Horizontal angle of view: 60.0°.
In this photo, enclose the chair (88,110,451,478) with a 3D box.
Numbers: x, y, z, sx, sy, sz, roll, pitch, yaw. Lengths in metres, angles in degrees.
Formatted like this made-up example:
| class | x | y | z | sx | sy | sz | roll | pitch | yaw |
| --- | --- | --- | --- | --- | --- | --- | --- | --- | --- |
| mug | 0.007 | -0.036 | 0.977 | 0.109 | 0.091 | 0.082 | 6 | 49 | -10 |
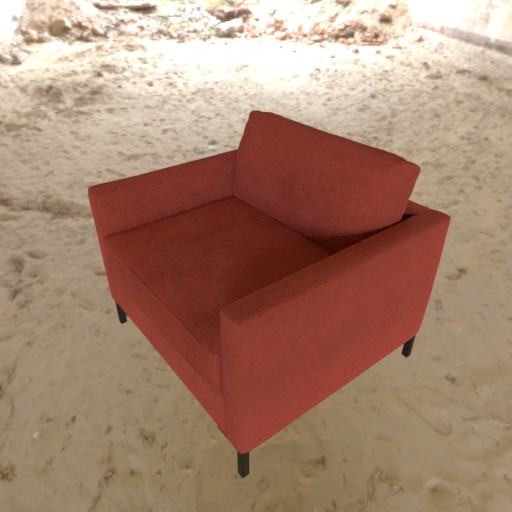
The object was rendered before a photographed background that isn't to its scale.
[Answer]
| class | x | y | z | sx | sy | sz | roll | pitch | yaw |
| --- | --- | --- | --- | --- | --- | --- | --- | --- | --- |
| chair | 0.000 | 0.000 | 1.611 | 0.875 | 0.812 | 0.964 | -23 | 39 | -31 |
